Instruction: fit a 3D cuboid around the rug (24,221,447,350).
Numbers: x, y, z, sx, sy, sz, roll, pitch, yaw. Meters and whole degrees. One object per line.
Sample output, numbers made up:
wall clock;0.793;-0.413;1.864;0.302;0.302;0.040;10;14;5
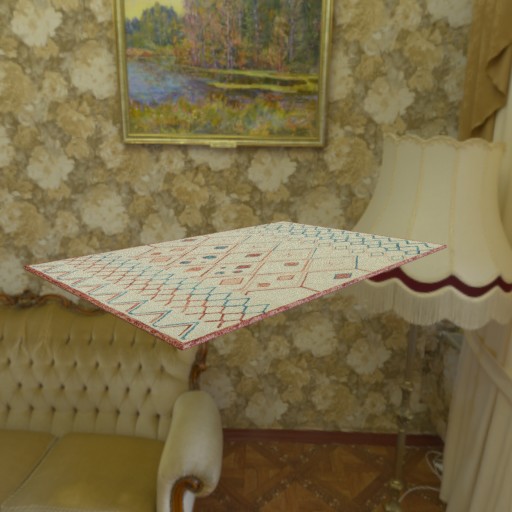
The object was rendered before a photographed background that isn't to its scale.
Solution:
rug;0.000;0.000;2.267;1.219;0.016;1.829;13;19;43
